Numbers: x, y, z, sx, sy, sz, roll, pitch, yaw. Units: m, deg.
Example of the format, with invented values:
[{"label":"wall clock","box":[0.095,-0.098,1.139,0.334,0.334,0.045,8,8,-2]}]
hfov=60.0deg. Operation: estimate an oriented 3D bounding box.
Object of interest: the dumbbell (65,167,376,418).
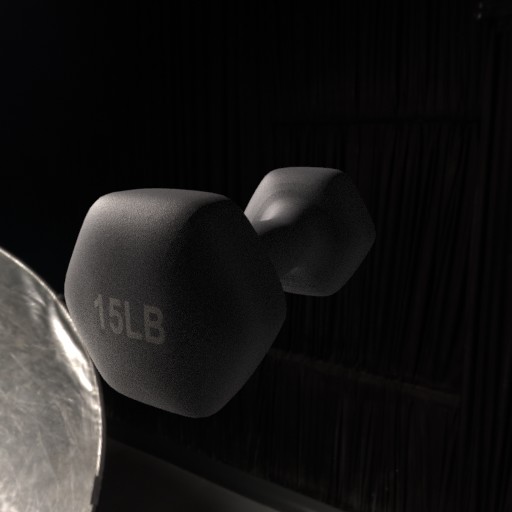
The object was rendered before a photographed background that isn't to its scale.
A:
[{"label":"dumbbell","box":[0.000,0.000,0.295,0.116,0.105,0.240,8,17,27]}]
